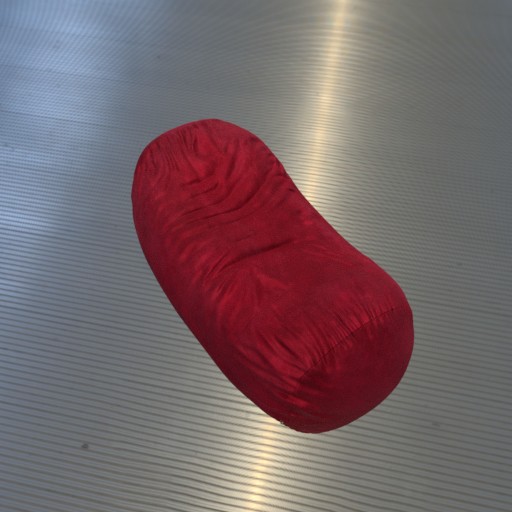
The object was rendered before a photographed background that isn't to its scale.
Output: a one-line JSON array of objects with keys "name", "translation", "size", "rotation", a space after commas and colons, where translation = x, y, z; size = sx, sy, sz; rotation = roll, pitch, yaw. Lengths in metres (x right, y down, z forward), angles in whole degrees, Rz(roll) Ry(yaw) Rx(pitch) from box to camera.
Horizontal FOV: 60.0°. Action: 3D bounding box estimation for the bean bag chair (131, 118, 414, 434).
[{"name": "bean bag chair", "translation": [0.000, 0.000, 2.879], "size": [1.216, 0.867, 2.293], "rotation": [-30, 63, -17]}]
